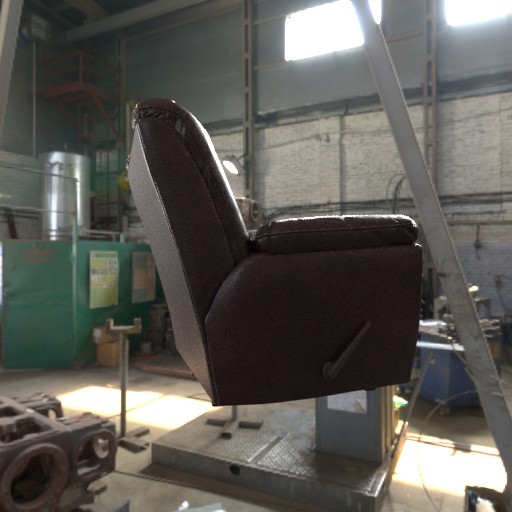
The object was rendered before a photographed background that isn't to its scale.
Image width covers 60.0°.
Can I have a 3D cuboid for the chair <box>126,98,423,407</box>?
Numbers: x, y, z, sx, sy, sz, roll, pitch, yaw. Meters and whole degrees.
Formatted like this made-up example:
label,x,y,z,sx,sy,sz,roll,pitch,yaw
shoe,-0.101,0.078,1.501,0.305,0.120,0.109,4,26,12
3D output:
label,x,y,z,sx,sy,sz,roll,pitch,yaw
chair,0.000,0.000,1.882,1.041,1.093,0.990,0,0,-18
